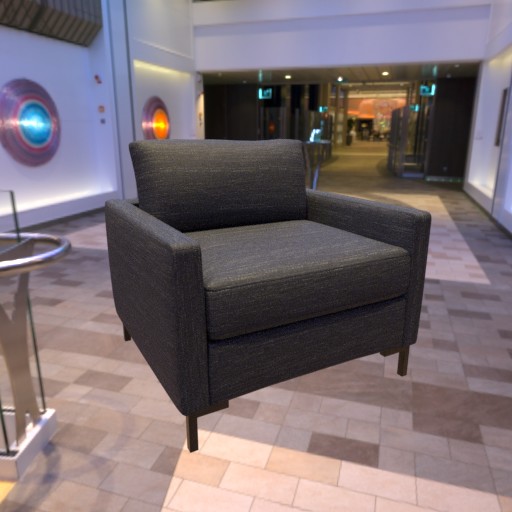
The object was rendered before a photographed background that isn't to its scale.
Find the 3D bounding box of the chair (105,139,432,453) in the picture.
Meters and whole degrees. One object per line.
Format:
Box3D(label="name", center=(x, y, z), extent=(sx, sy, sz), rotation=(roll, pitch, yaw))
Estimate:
Box3D(label="chair", center=(0.000, 0.000, 1.700), extent=(0.963, 0.861, 0.866), rotation=(-9, 18, -28))
